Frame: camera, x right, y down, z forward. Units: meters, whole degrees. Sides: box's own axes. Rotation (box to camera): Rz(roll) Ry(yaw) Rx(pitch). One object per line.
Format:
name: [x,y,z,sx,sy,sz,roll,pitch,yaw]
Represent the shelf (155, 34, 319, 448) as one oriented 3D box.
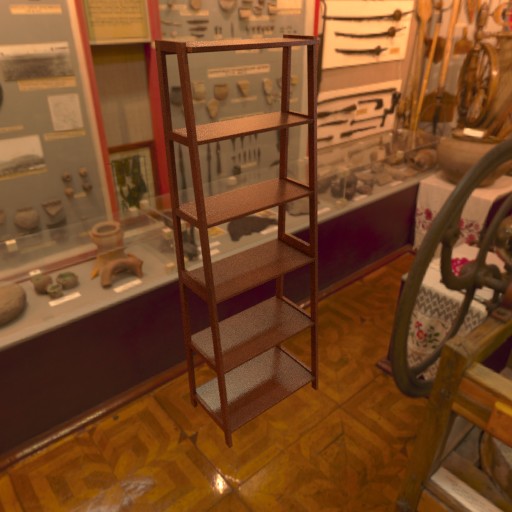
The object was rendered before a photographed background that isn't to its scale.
shelf: [0.000,0.000,2.147,0.660,1.892,0.382,-21,36,-33]
